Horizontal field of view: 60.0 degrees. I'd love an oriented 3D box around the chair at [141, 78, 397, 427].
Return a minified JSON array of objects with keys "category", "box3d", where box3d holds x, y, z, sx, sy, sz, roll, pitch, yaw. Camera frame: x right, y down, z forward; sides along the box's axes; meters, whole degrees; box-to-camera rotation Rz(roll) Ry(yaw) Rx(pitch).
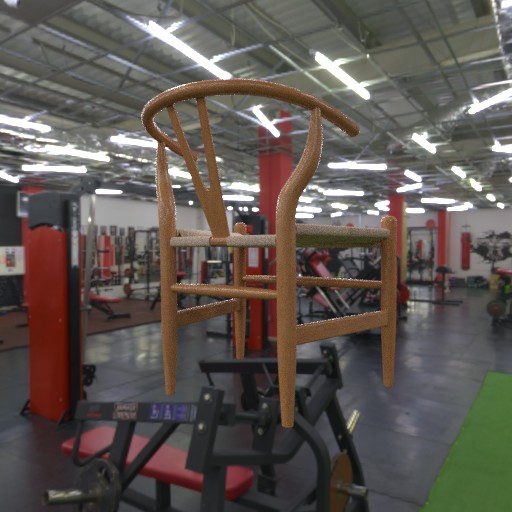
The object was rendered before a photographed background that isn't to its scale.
[{"category":"chair","box3d":[0.000,0.000,1.173,0.569,0.730,0.579,1,1,36]}]
